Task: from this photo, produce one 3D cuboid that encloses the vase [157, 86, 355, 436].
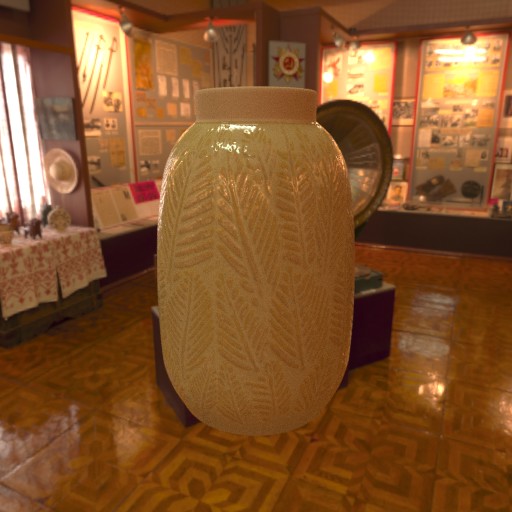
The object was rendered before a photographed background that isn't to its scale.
[{"bbox_3d":[0.000,0.000,0.388,0.172,0.270,0.172,0,16,0],"label":"vase"}]
